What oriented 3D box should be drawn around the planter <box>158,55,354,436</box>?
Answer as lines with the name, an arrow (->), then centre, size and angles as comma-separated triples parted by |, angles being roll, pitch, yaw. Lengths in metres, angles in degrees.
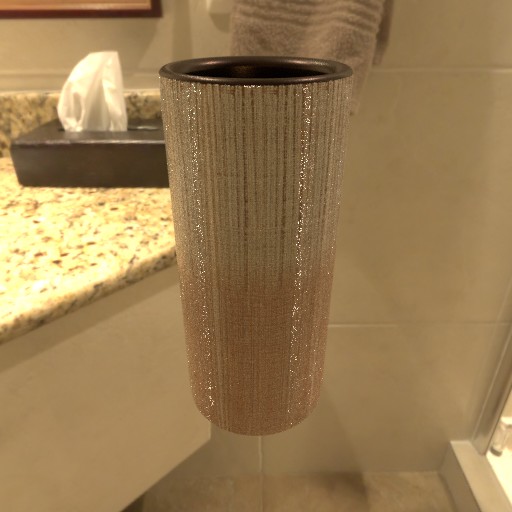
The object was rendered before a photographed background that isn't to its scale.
planter -> 0.000, 0.000, 0.286 | 0.100, 0.227, 0.100 | -21, 36, -32
